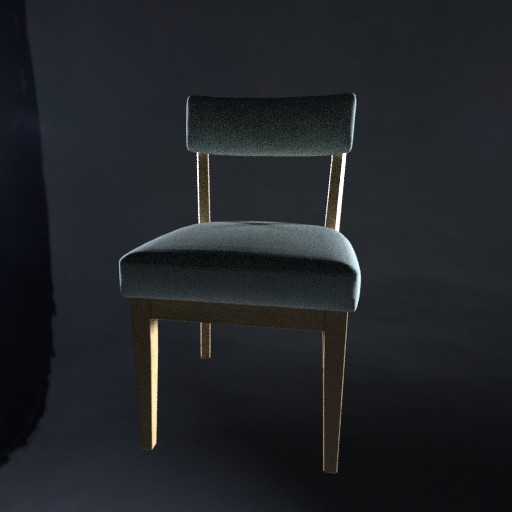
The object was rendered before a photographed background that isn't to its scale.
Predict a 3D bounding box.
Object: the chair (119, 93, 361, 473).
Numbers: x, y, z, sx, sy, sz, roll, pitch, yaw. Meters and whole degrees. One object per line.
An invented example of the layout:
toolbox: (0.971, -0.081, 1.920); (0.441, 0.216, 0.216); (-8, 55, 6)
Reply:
chair: (0.000, 0.000, 1.160); (0.508, 0.832, 0.572); (3, 16, 10)
